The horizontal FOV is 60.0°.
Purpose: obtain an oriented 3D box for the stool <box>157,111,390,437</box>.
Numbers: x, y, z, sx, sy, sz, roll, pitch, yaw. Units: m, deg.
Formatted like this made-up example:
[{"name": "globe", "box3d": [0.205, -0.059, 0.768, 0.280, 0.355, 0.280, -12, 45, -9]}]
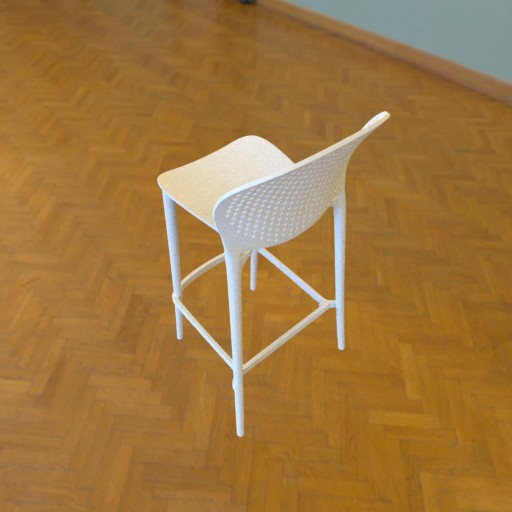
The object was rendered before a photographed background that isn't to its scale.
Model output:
[{"name": "stool", "box3d": [0.000, 0.000, 1.354, 0.536, 1.045, 0.535, -32, 54, -27]}]
